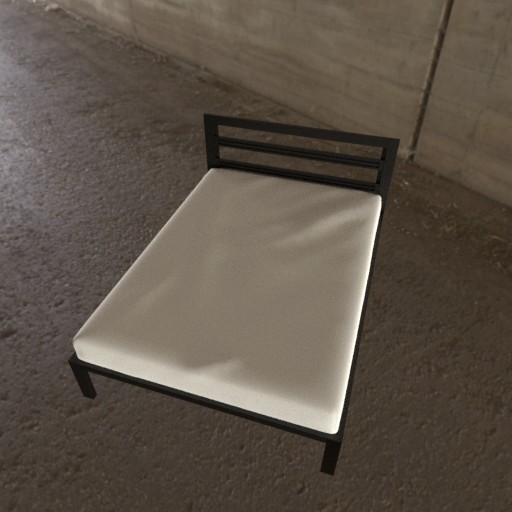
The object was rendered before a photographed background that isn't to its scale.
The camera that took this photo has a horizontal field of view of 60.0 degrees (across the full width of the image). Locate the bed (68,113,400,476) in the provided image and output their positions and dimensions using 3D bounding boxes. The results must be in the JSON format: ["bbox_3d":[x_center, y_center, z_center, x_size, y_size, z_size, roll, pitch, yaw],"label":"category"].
[{"bbox_3d":[0.000,0.000,2.942,1.524,0.967,2.062,12,42,14],"label":"bed"}]
